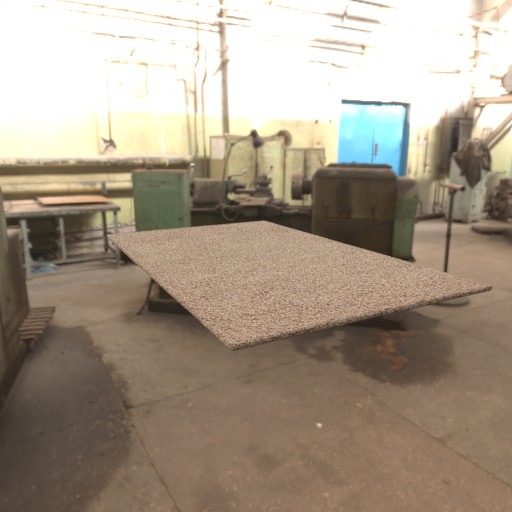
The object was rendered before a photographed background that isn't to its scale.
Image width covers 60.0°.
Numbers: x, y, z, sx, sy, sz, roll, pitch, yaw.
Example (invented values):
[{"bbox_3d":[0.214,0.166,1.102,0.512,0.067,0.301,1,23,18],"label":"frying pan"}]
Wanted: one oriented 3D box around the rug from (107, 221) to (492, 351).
[{"bbox_3d":[0.000,0.000,3.015,1.524,0.030,2.438,-7,16,-28],"label":"rug"}]
